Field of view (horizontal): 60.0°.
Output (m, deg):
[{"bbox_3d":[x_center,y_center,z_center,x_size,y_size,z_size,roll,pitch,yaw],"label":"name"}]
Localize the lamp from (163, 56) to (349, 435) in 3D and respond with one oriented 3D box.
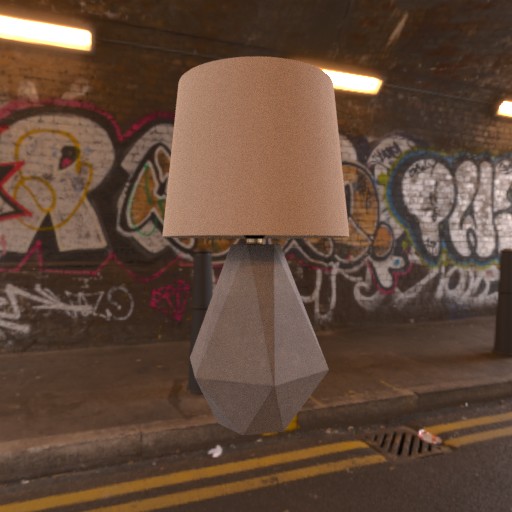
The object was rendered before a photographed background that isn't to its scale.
[{"bbox_3d":[0.000,0.000,0.670,0.276,0.501,0.276,0,1,0],"label":"lamp"}]
